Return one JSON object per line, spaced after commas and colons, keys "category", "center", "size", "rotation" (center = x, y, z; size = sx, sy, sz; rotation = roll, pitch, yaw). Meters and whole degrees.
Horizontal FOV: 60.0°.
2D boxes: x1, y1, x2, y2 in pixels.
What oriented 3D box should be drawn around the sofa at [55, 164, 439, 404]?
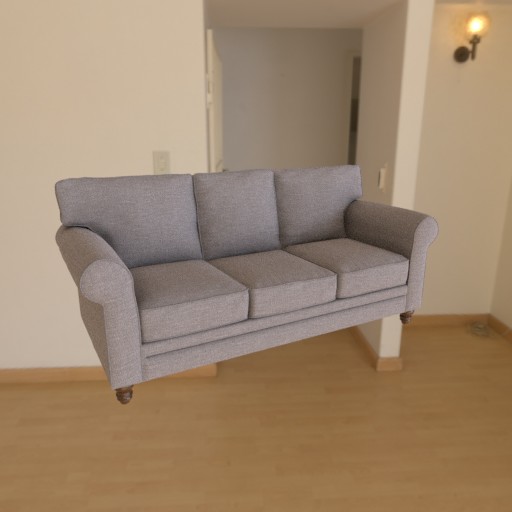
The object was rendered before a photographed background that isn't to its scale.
{"category": "sofa", "center": [0.000, 0.000, 2.608], "size": [2.084, 0.961, 0.916], "rotation": [-9, 18, -28]}
